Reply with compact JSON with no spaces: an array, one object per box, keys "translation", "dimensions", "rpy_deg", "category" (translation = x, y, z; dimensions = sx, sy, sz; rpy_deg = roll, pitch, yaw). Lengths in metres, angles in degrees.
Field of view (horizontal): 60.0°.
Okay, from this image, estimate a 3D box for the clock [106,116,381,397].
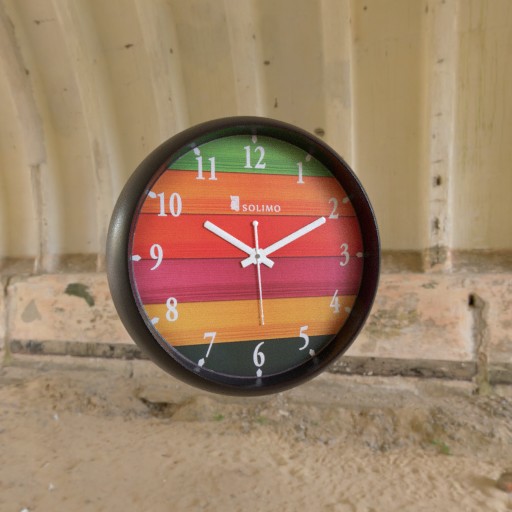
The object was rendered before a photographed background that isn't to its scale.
[{"translation":[0.000,0.000,0.466],"dimensions":[0.300,0.300,0.060],"rpy_deg":[0,-1,-18],"category":"clock"}]
